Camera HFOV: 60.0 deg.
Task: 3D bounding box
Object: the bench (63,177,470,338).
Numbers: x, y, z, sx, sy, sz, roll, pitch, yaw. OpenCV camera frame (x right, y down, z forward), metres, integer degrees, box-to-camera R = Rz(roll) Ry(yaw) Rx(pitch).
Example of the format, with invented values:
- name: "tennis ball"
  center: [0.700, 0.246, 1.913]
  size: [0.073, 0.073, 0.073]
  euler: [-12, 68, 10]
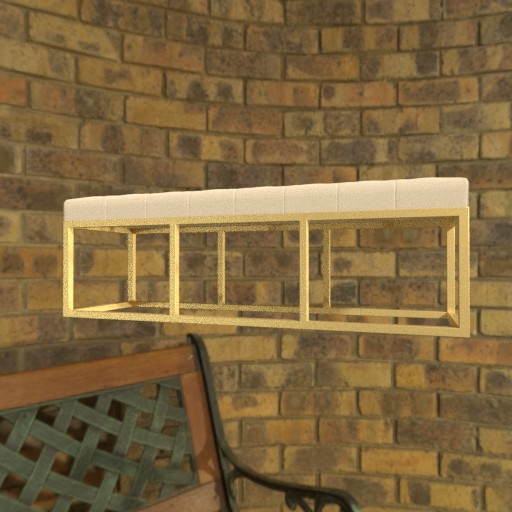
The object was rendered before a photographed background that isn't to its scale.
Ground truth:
- name: "bench"
  center: [0.000, 0.000, 1.742]
  size: [1.473, 0.484, 0.457]
  euler: [0, -1, 19]
